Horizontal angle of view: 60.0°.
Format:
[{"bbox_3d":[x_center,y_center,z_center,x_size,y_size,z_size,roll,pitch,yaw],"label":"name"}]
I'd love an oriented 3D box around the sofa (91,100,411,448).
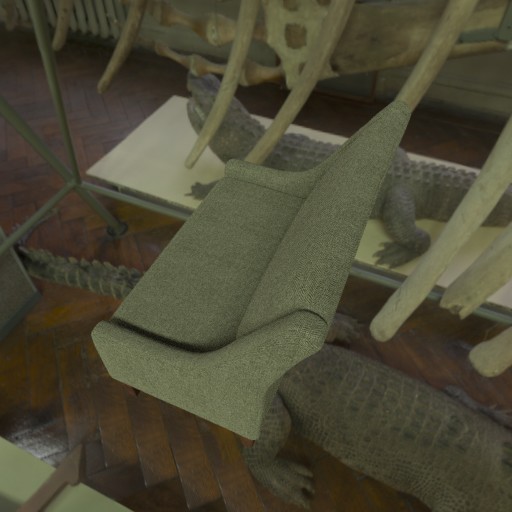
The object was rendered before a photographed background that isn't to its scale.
[{"bbox_3d":[0.000,0.000,1.905,0.870,1.021,1.242,18,50,16],"label":"sofa"}]
